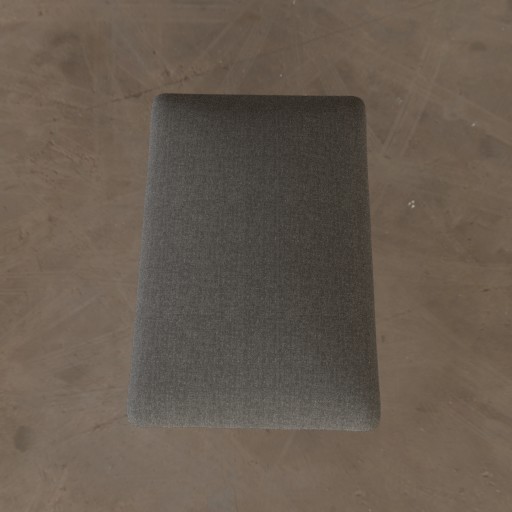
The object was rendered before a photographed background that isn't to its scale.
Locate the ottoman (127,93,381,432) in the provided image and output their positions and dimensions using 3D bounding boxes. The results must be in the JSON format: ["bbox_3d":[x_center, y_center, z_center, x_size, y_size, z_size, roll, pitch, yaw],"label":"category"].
[{"bbox_3d":[0.000,0.000,1.454,0.711,0.483,1.041,1,76,0],"label":"ottoman"}]
